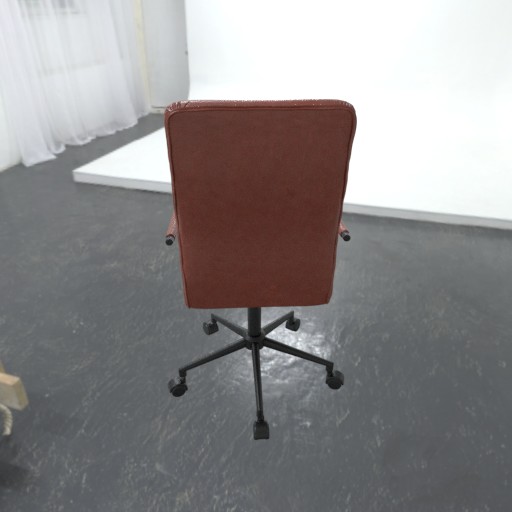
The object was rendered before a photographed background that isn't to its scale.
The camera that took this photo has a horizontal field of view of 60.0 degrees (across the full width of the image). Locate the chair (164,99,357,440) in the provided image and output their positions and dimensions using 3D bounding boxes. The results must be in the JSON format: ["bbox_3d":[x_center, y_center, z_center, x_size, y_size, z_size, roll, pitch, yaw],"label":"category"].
[{"bbox_3d":[0.000,0.000,1.349,0.608,0.979,0.580,-1,29,-3],"label":"chair"}]
